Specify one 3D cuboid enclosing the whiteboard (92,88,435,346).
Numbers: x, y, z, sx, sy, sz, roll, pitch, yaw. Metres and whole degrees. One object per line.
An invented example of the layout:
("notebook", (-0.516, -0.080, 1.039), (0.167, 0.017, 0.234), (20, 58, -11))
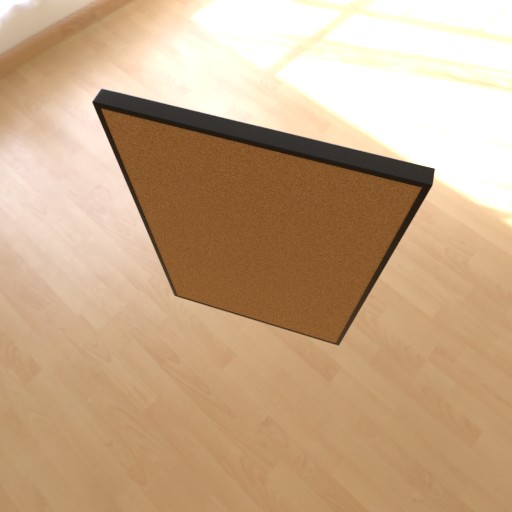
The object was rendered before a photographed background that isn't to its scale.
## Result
("whiteboard", (0.000, 0.000, 0.780), (0.406, 0.611, 0.026), (16, 64, 8))
